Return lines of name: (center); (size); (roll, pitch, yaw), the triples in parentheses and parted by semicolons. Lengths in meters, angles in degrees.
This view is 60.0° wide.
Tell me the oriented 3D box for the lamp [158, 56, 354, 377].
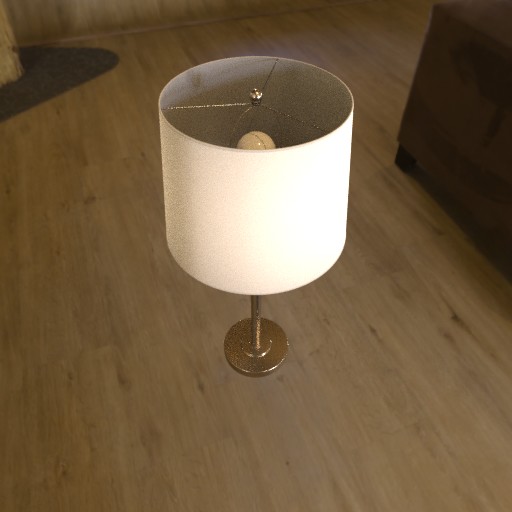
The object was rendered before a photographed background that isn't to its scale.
lamp: (0.000, 0.000, 0.891); (0.333, 0.696, 0.333); (0, 46, 0)
